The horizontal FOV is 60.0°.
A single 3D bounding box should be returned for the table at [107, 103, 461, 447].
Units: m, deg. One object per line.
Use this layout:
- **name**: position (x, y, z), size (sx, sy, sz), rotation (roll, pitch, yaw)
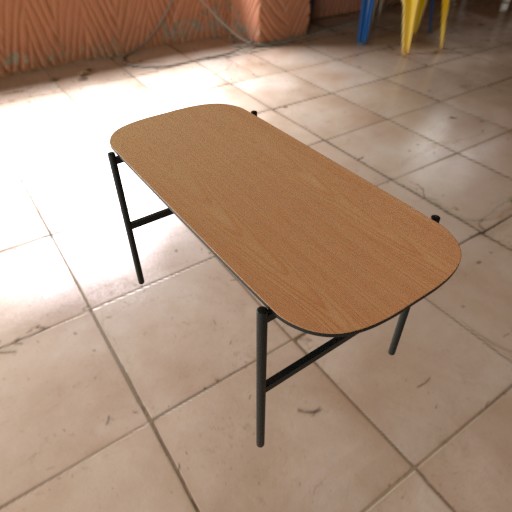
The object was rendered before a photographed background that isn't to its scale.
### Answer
- **table**: position (0.000, 0.000, 1.014), size (0.400, 0.400, 0.800), rotation (-25, 47, -26)
